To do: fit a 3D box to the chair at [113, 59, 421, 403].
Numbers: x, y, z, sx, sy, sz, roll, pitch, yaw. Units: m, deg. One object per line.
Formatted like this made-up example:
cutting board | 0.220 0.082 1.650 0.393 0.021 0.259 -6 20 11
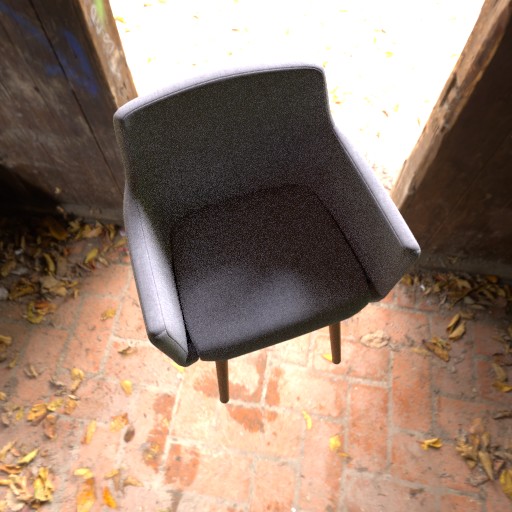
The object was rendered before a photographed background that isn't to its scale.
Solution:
chair | 0.000 0.000 1.163 0.570 0.780 0.540 -17 65 -8
